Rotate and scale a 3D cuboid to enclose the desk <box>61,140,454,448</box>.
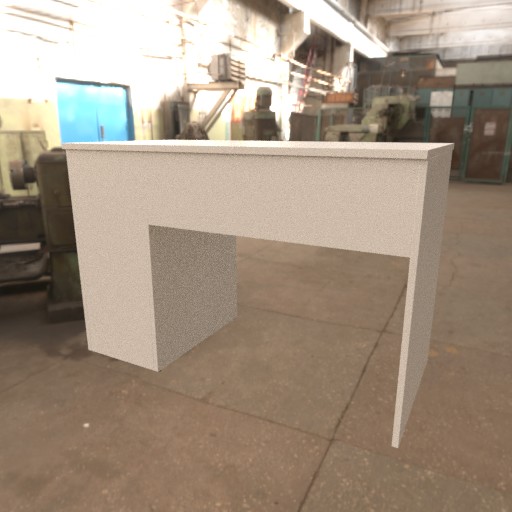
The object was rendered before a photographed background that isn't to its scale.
[{"bbox_3d":[0.000,0.000,1.488,1.097,0.735,0.560,8,18,27],"label":"desk"}]
